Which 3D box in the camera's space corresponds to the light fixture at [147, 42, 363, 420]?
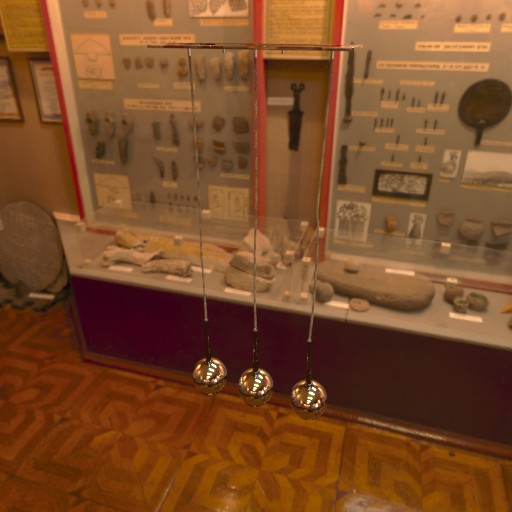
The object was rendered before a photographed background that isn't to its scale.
[{"bbox_3d":[0.000,0.000,1.636,0.623,1.408,0.188,9,29,16],"label":"light fixture"}]
